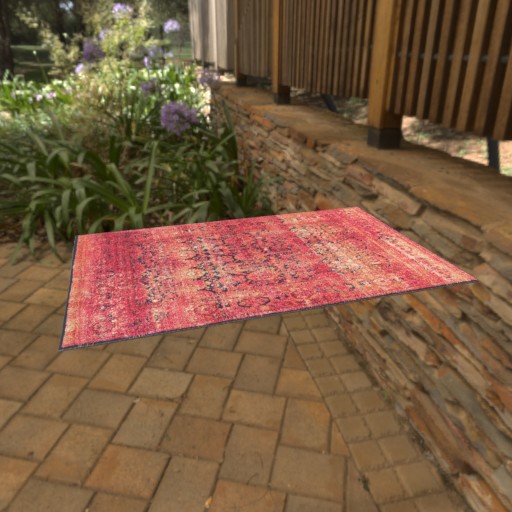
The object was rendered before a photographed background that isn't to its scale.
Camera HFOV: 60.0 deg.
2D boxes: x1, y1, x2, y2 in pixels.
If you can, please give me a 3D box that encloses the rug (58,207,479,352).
[{"bbox_3d":[0.000,0.000,3.090,2.449,0.018,1.539,-7,25,-16],"label":"rug"}]
